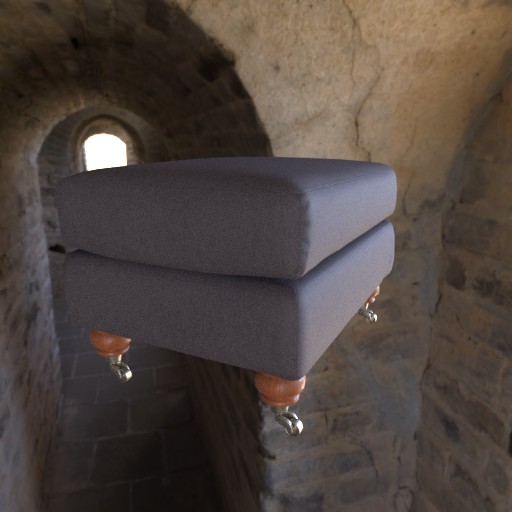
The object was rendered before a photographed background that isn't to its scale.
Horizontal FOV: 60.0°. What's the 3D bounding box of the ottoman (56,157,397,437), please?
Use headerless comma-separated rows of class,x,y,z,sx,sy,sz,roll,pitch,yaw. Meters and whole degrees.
ottoman,0.000,0.000,1.146,0.574,0.497,0.773,7,16,27
